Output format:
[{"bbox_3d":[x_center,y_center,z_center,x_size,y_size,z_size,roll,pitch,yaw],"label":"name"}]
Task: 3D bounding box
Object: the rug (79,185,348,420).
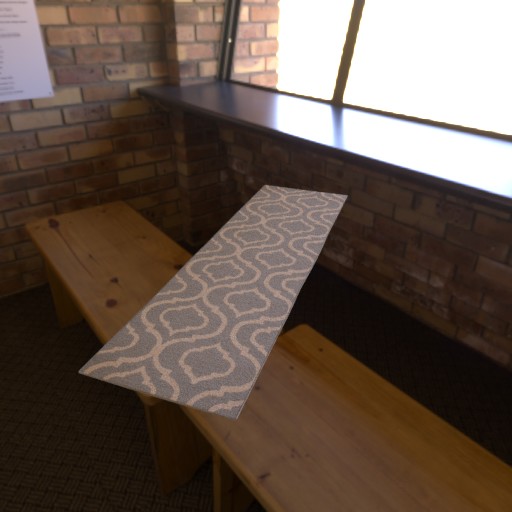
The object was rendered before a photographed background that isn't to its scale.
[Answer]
[{"bbox_3d":[0.000,0.000,2.590,0.684,0.009,2.275,10,31,17],"label":"rug"}]
